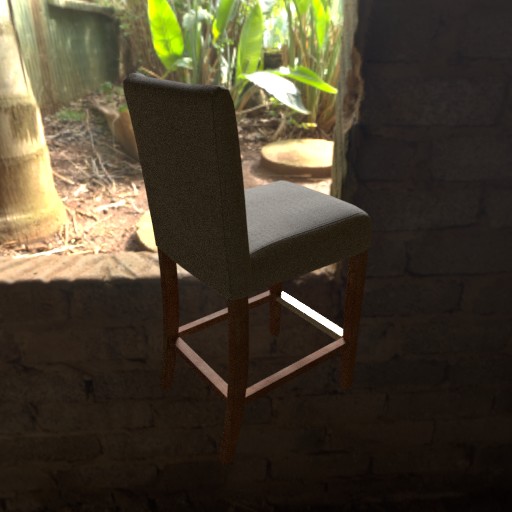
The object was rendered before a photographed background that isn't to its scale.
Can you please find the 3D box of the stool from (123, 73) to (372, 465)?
[{"bbox_3d":[0.000,0.000,1.356,0.567,1.039,0.454,-19,33,-33],"label":"stool"}]
